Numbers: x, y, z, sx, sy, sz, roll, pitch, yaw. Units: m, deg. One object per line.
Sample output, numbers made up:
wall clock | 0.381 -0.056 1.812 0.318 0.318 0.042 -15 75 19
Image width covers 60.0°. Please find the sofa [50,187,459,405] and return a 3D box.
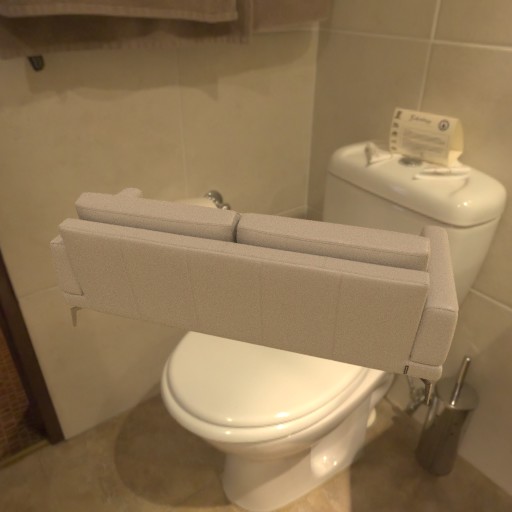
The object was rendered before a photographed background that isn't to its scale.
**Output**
sofa | 0.000 0.000 2.381 1.940 0.765 0.974 9 33 14
